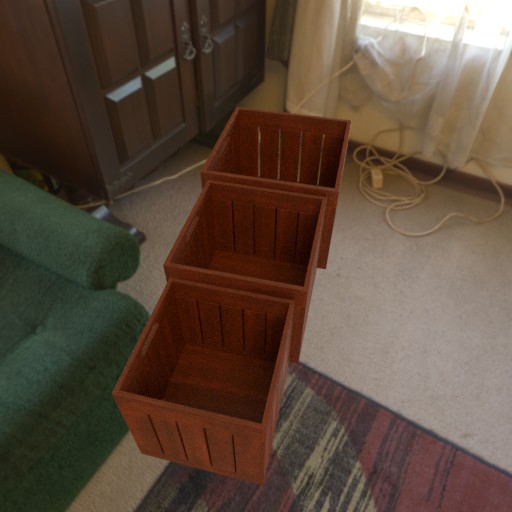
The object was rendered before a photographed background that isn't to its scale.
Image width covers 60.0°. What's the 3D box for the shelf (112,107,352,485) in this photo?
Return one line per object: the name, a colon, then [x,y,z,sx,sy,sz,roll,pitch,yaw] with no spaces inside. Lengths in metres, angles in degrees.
shelf: [0.000,0.000,1.245,0.393,0.311,1.064,10,47,9]
